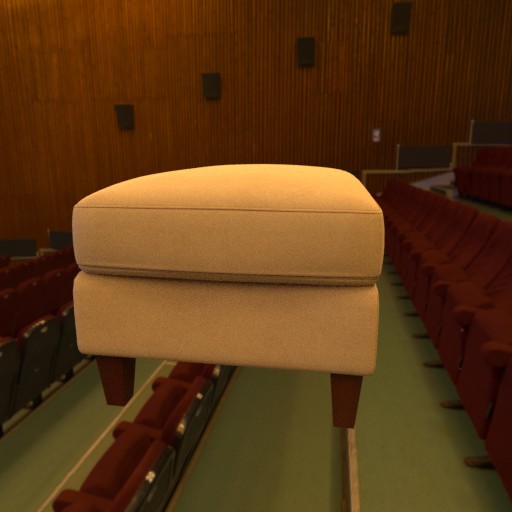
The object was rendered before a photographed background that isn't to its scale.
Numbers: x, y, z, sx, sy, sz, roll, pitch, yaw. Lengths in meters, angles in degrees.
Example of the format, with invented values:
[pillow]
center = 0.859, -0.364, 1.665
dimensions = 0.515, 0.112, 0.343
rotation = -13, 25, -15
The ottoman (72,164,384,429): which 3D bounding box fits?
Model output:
[ottoman]
center = 0.000, 0.000, 1.205
dimensions = 0.584, 0.483, 0.864
rotation = 2, 14, 9
